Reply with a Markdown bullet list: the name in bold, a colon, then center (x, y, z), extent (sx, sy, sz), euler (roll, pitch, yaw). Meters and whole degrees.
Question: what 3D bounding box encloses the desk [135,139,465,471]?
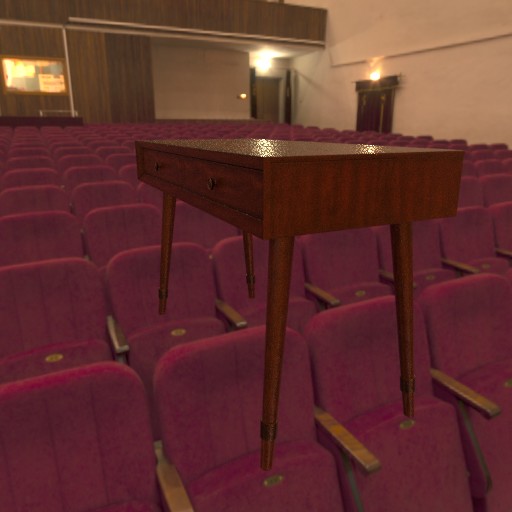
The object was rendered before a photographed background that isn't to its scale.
- **desk**: center (0.000, 0.000, 2.101), extent (0.734, 1.031, 1.577), euler (-8, 18, -25)
